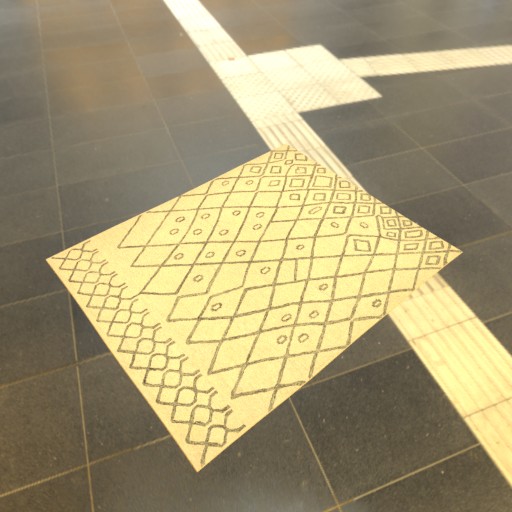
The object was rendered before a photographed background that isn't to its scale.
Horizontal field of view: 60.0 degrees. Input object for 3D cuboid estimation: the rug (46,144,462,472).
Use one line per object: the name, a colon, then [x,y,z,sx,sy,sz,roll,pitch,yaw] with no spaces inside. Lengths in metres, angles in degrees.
rug: [0.000,0.000,4.146,3.046,0.015,2.446,-31,54,-26]
